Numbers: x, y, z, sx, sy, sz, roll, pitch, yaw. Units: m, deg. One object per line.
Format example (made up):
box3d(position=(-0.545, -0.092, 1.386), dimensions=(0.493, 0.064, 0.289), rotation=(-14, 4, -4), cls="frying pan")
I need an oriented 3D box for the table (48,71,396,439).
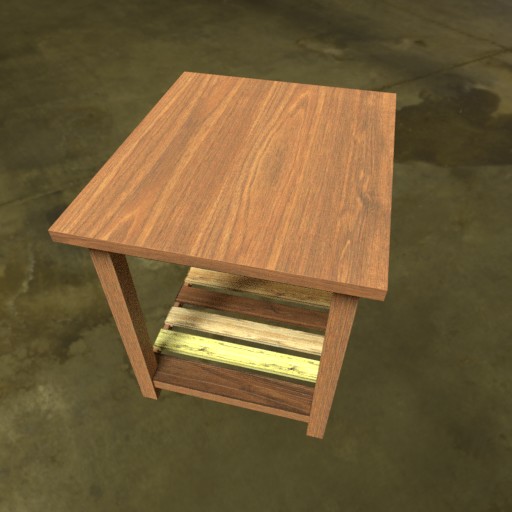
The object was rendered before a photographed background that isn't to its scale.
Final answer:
box3d(position=(0.000, 0.000, 1.150), dimensions=(0.559, 0.635, 0.660), rotation=(10, 46, 10), cls="table")
